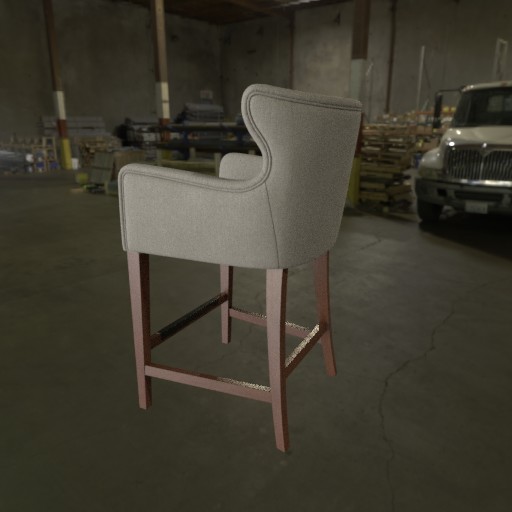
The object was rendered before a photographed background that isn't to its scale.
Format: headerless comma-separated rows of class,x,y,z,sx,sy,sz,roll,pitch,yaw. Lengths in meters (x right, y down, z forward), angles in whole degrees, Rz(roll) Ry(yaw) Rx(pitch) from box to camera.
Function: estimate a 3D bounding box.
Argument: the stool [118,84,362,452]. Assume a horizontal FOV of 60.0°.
stool,0.000,0.000,1.376,0.575,0.951,0.575,9,19,27
